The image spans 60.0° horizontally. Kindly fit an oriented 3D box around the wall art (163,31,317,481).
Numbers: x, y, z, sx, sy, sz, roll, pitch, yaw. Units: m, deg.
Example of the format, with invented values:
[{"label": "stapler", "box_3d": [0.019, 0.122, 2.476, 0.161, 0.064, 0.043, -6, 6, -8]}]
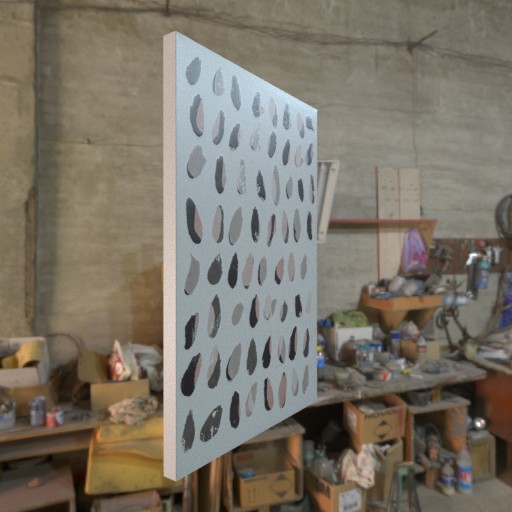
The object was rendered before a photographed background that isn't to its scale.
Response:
[{"label": "wall art", "box_3d": [0.000, 0.000, 1.158, 0.037, 0.916, 0.610, 0, 0, 36]}]
